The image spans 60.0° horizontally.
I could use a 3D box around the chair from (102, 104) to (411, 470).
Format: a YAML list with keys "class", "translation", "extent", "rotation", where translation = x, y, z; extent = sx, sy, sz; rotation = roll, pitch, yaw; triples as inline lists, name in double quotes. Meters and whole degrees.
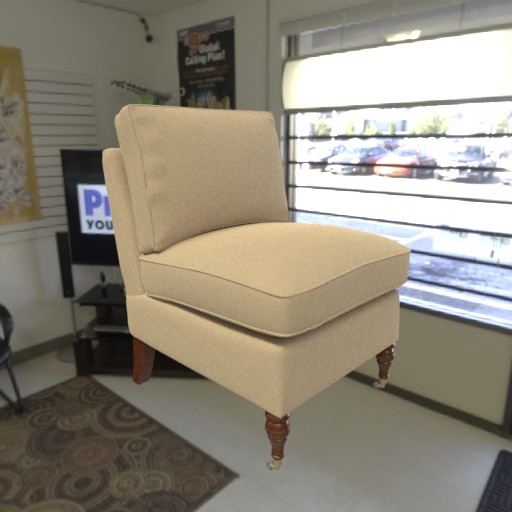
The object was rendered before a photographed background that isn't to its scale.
- class: "chair"
  translation: [0.000, 0.000, 1.628]
  extent: [0.912, 1.052, 0.724]
  rotation: [14, 20, 42]
